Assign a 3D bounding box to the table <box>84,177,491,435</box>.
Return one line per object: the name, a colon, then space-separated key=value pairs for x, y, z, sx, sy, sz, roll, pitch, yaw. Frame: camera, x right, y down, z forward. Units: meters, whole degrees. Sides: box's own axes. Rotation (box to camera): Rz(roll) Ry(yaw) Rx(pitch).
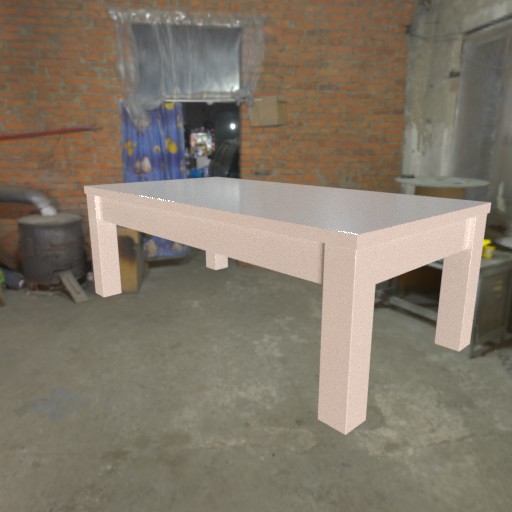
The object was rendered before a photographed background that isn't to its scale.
table: x=0.000 y=0.000 z=1.655 sx=0.700 sy=0.470 sz=1.350 roll=-13 pitch=20 yaw=-41
